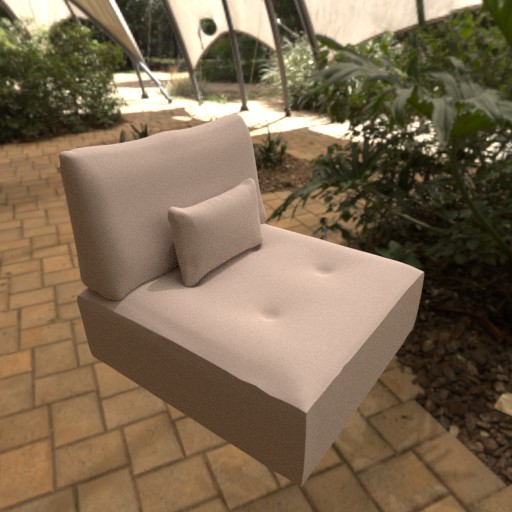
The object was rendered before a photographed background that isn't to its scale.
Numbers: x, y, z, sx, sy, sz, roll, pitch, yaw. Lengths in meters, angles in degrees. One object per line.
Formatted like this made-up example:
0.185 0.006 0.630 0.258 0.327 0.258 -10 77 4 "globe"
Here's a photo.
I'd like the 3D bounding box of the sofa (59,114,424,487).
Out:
0.000 0.000 1.653 1.000 0.828 0.935 19 32 32 "sofa"
